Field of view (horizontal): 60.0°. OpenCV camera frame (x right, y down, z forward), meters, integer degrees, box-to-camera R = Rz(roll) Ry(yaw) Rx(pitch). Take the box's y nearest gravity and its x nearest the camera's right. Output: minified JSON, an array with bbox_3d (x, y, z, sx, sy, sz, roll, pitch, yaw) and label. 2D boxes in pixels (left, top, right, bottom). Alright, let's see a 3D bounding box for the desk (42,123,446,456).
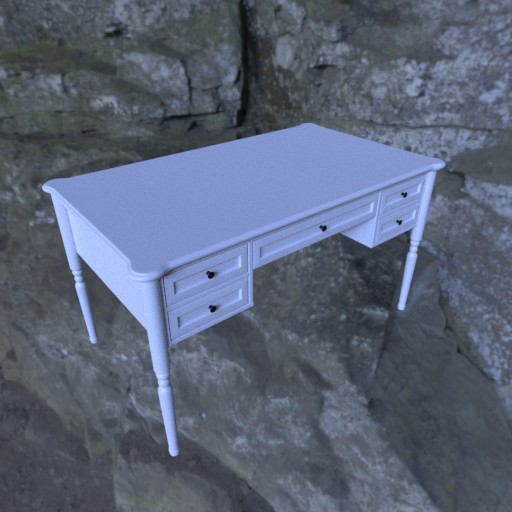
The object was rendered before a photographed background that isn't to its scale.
[{"bbox_3d":[0.000,0.000,1.894,1.380,0.762,0.807,-22,38,-32],"label":"desk"}]
